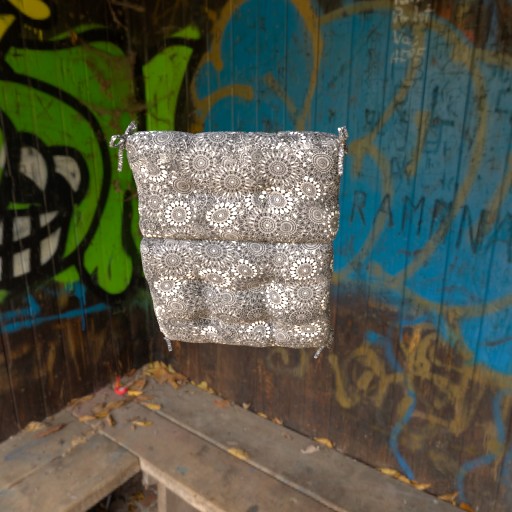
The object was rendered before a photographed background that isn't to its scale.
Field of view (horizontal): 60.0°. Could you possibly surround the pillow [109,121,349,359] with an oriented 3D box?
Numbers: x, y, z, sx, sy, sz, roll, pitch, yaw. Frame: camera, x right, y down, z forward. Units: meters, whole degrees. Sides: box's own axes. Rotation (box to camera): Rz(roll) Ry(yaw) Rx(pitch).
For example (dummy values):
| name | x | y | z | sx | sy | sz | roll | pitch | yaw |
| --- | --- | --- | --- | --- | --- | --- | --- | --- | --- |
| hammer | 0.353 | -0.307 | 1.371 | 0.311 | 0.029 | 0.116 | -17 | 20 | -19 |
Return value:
| name | x | y | z | sx | sy | sz | roll | pitch | yaw |
| --- | --- | --- | --- | --- | --- | --- | --- | --- | --- |
| pillow | 0.000 | 0.000 | 1.498 | 0.526 | 0.863 | 1.016 | 2 | 16 | 8 |
